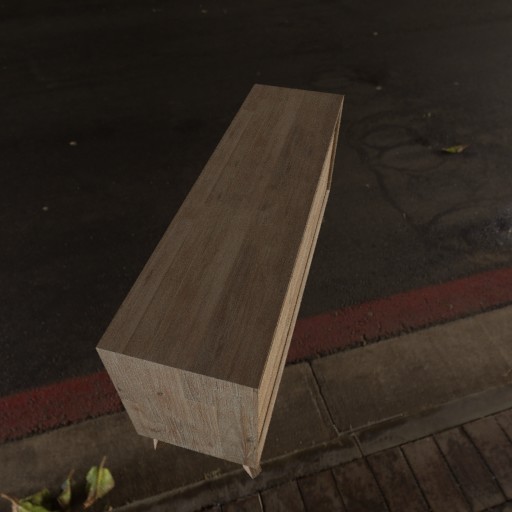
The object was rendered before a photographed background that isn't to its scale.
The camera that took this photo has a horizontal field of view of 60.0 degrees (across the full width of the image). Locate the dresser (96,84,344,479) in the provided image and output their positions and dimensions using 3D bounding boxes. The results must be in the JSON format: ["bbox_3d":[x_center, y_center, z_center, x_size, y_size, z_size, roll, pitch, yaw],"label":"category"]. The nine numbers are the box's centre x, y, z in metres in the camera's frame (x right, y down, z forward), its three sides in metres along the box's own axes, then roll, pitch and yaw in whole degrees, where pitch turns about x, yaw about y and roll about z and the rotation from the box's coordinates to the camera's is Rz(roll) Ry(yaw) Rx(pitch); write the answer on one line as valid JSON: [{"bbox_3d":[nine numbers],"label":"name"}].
[{"bbox_3d":[0.000,0.000,1.969,0.455,0.788,1.602,11,48,11],"label":"dresser"}]
